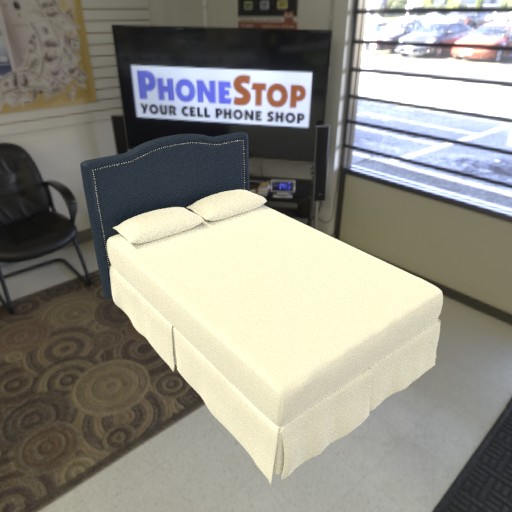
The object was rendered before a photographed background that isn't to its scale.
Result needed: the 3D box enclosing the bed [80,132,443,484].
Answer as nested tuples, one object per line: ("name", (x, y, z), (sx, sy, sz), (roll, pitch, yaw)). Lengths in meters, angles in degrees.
("bed", (0.000, 0.000, 3.520), (1.741, 1.441, 2.507), (-21, 35, -33))
